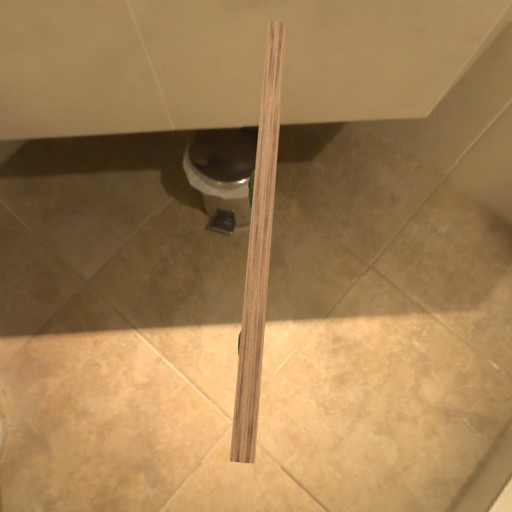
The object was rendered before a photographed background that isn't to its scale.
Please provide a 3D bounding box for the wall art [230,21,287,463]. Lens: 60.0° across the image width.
[{"bbox_3d":[0.000,0.000,1.098,0.063,0.609,0.841,4,74,1],"label":"wall art"}]
